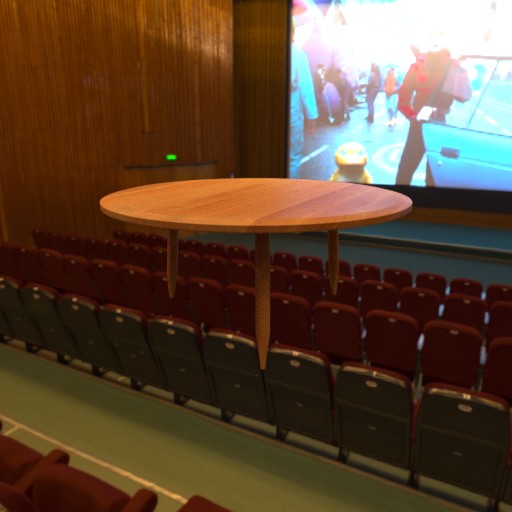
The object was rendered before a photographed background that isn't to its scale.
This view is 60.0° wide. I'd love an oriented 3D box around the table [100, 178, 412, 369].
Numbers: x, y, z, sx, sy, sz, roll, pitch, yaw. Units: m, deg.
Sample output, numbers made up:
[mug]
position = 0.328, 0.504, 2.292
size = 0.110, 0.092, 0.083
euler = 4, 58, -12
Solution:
[table]
position = 0.000, 0.000, 1.401
size = 0.900, 0.400, 0.900
euler = 0, 16, 0
